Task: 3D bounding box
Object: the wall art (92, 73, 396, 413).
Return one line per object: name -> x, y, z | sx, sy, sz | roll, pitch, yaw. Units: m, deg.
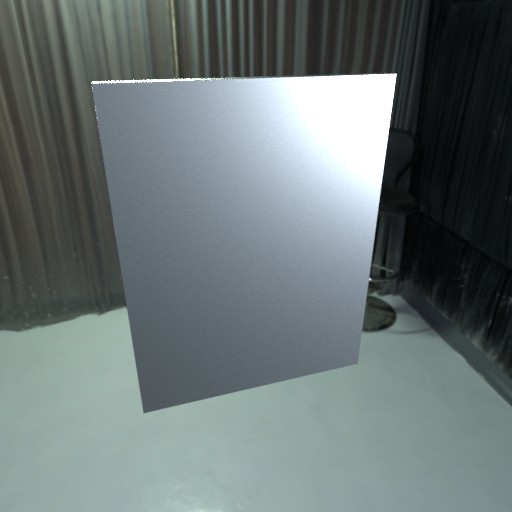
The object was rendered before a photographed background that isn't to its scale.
wall art -> 0.000, 0.000, 0.759 | 0.444, 0.569, 0.025 | -8, 28, -16
